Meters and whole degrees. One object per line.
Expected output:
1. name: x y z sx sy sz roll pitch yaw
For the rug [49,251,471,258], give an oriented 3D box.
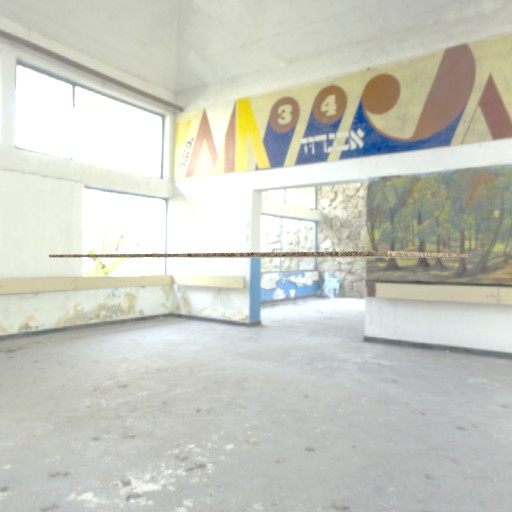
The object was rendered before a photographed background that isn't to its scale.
1. rug: 0.000 0.000 2.877 2.285 0.019 1.523 0 0 36
